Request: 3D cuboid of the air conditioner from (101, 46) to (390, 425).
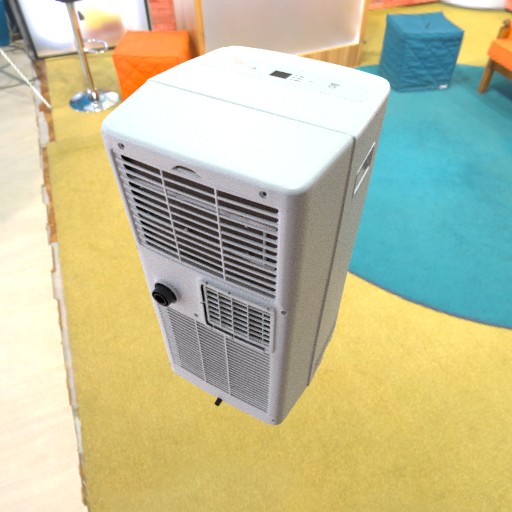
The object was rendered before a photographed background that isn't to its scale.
[{"bbox_3d":[0.000,0.000,0.792,0.304,0.606,0.349,22,49,20],"label":"air conditioner"}]
